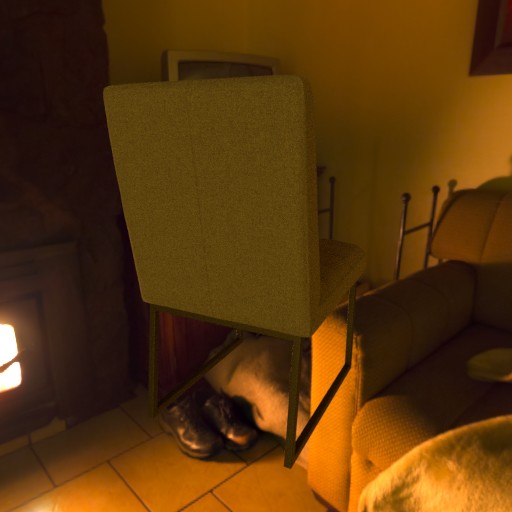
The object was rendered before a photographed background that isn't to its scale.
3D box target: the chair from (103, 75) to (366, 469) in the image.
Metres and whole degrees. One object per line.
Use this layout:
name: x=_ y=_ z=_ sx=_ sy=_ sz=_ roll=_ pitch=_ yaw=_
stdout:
chair: x=0.000 y=0.000 z=1.311 sx=0.520 sy=0.930 sz=0.634 roll=8 pitch=18 yaw=26
